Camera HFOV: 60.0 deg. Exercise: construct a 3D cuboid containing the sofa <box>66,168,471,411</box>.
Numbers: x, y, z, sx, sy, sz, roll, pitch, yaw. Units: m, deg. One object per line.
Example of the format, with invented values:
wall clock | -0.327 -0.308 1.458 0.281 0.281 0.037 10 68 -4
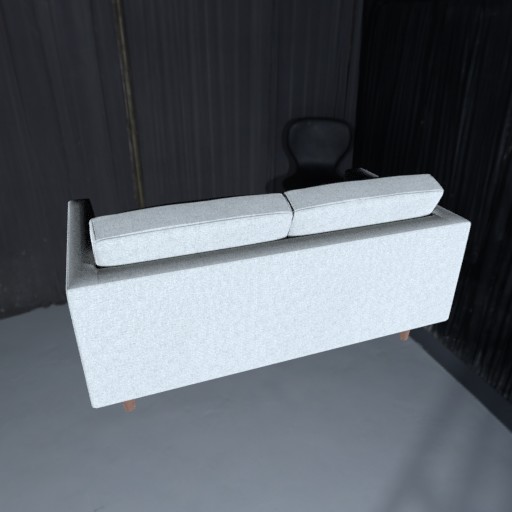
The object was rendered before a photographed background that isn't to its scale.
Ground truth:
sofa | 0.000 0.000 2.288 1.731 0.900 1.000 -10 29 -18
